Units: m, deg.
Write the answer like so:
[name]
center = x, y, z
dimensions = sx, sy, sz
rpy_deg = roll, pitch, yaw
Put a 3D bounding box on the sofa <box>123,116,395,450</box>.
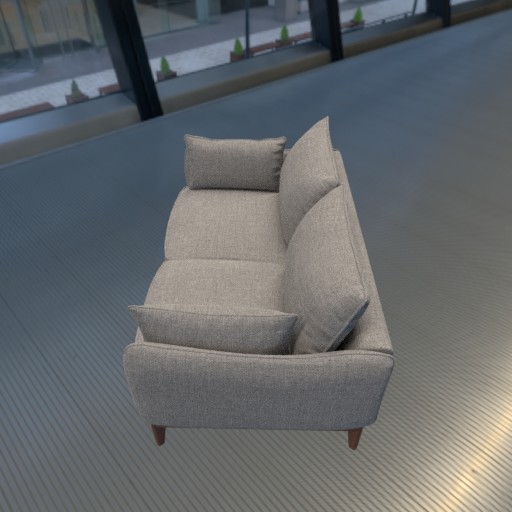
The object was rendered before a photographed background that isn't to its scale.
[sofa]
center = 0.000, 0.000, 2.154
dimensions = 0.972, 0.851, 1.580
rpy_deg = 1, 40, 1
